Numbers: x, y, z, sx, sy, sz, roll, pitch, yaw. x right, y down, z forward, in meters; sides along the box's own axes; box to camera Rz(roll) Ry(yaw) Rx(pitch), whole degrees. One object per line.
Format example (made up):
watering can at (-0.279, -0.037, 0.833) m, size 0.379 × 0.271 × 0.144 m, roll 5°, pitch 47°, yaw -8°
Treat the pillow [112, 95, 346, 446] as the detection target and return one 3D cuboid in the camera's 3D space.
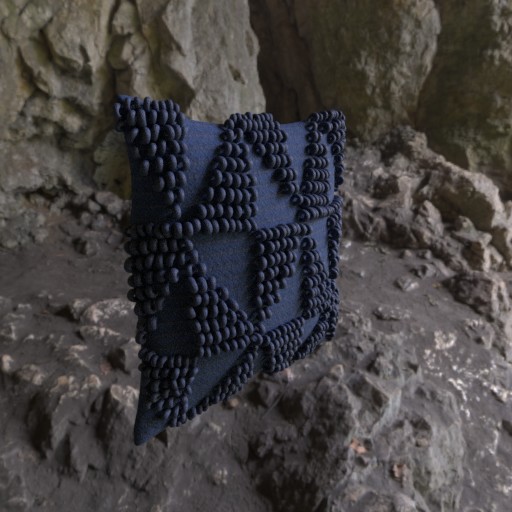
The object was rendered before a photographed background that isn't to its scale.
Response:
pillow at (0.000, 0.000, 0.716) m, size 0.172 × 0.466 × 0.469 m, roll 14°, pitch 21°, yaw 42°
